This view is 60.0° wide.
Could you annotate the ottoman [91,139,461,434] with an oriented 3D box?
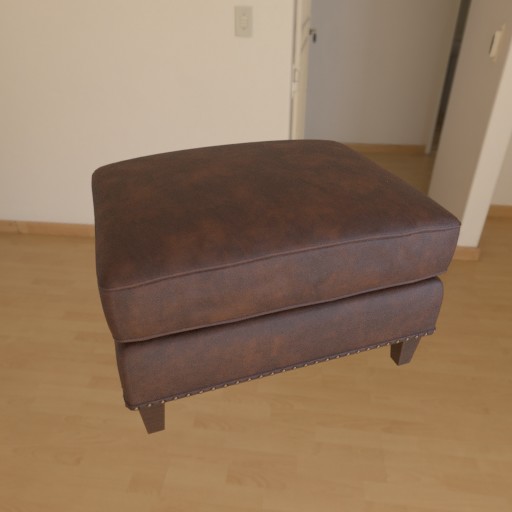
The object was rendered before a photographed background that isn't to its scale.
[{"bbox_3d":[0.000,0.000,1.140,0.742,0.486,0.586,-10,33,-16],"label":"ottoman"}]
